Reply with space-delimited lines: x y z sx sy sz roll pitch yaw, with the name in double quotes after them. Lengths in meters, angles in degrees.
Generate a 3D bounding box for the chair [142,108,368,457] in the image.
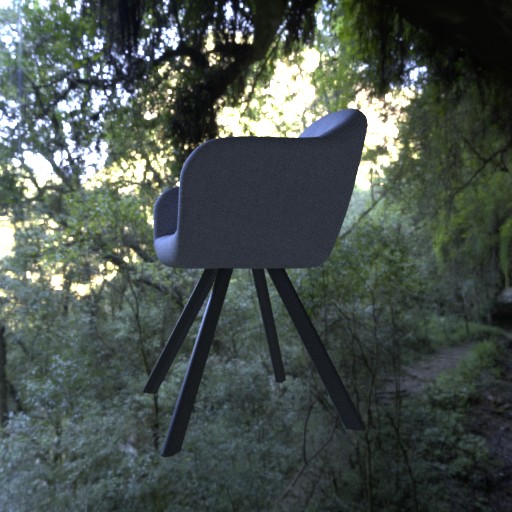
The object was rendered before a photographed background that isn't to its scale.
0.000 0.000 1.185 0.550 0.795 0.590 1 -2 -19 "chair"
